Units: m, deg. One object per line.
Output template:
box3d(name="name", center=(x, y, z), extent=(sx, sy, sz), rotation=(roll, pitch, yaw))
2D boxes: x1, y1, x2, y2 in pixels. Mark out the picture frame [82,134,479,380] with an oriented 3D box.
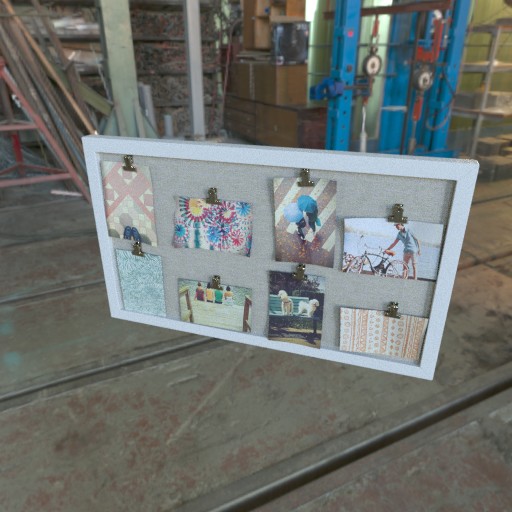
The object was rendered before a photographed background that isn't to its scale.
box3d(name="picture frame", center=(0.000, 0.000, 0.783), extent=(0.647, 0.379, 0.044), rotation=(8, 27, 16))
